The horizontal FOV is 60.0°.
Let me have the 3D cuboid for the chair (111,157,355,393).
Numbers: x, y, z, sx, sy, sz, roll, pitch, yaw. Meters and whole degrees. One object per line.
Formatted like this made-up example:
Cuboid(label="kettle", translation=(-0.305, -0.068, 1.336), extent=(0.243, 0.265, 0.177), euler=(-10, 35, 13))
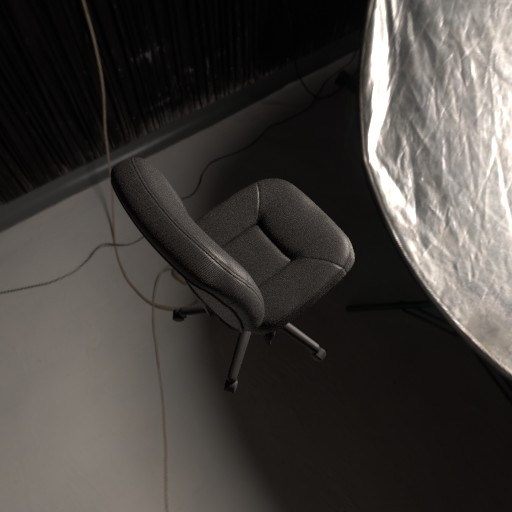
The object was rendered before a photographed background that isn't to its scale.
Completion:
Cuboid(label="chair", translation=(0.000, 0.000, 1.450), extent=(0.646, 0.959, 0.647), euler=(-34, 65, -18))
